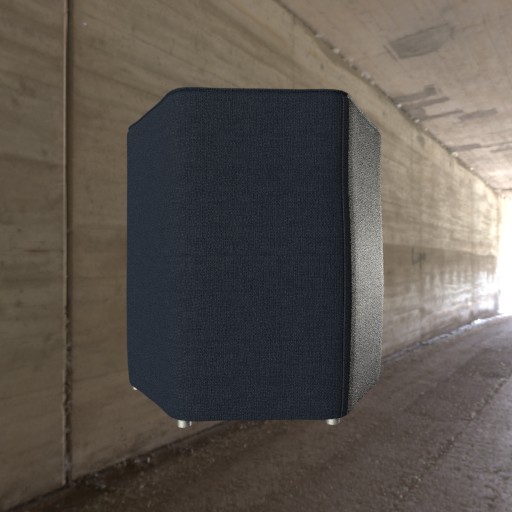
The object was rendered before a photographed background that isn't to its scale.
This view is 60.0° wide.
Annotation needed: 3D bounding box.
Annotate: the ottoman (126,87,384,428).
[{"bbox_3d":[0.000,0.000,0.856,0.492,0.505,0.454,0,0,2],"label":"ottoman"}]
